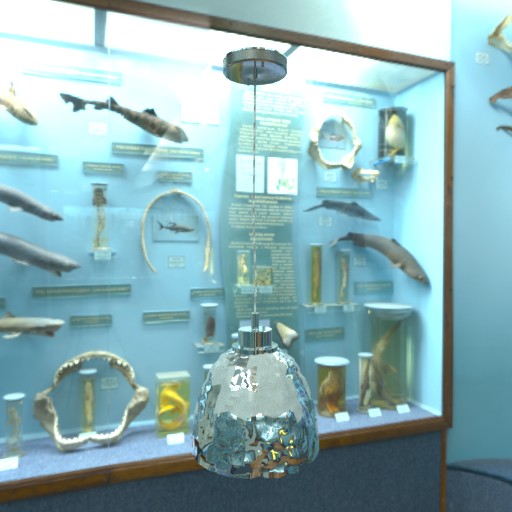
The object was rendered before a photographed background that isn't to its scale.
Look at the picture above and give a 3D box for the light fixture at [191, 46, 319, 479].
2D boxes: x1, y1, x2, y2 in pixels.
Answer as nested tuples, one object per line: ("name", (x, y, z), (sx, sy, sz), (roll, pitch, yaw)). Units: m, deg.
("light fixture", (0.000, 0.000, 1.733), (0.500, 1.511, 0.496), (0, 1, -18))
